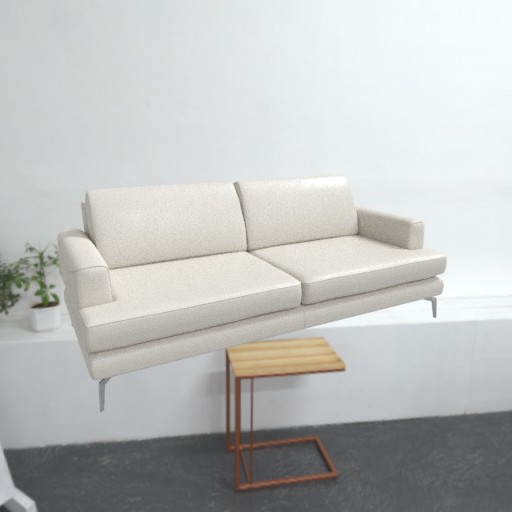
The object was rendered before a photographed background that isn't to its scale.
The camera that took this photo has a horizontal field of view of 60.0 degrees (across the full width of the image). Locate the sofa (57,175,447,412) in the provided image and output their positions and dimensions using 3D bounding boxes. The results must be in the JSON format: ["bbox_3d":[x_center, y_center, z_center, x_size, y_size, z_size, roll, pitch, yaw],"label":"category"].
[{"bbox_3d":[0.000,0.000,2.435,1.940,0.765,0.974,-9,18,-27],"label":"sofa"}]
